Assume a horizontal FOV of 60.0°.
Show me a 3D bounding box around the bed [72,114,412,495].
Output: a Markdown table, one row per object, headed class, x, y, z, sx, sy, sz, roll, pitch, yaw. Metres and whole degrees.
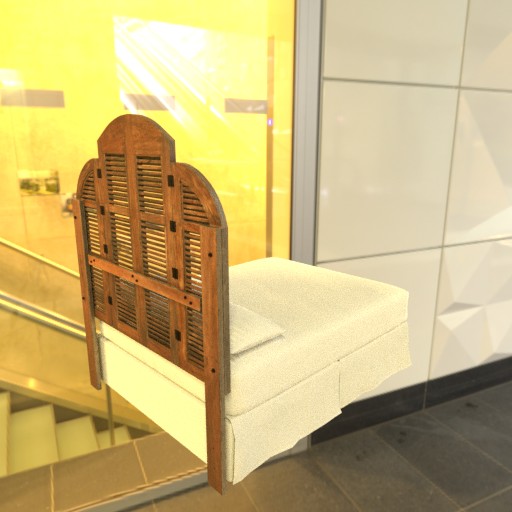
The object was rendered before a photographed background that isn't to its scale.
| class | x | y | z | sx | sy | sz | roll | pitch | yaw |
| --- | --- | --- | --- | --- | --- | --- | --- | --- | --- |
| bed | 0.000 | 0.000 | 3.440 | 2.138 | 2.019 | 1.713 | -14 | 20 | -43 |
